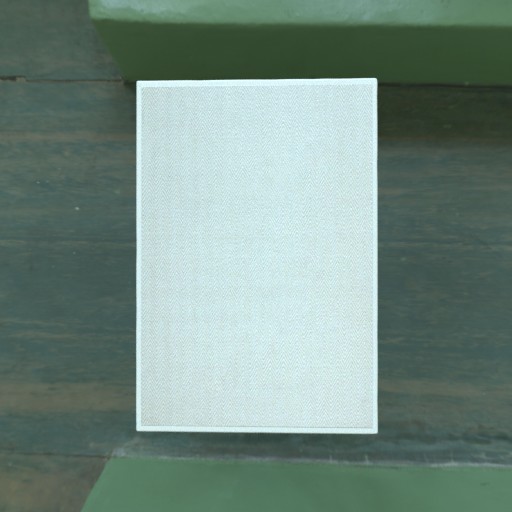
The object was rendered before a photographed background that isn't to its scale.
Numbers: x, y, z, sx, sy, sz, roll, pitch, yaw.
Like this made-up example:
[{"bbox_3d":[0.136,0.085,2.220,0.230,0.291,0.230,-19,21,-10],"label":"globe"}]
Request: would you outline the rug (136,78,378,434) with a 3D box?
[{"bbox_3d":[0.000,0.000,2.813,1.532,0.017,2.244,0,90,2],"label":"rug"}]
